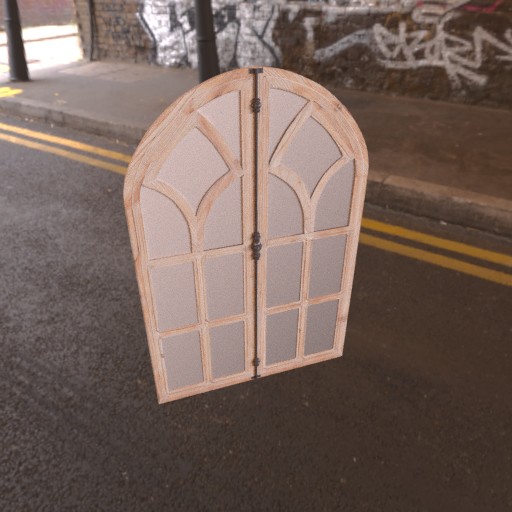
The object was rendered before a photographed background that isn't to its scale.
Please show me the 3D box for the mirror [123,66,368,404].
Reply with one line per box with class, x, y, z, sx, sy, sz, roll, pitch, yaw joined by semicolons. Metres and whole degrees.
mirror;0.000;0.000;1.156;0.609;0.915;0.032;-10;34;-16
